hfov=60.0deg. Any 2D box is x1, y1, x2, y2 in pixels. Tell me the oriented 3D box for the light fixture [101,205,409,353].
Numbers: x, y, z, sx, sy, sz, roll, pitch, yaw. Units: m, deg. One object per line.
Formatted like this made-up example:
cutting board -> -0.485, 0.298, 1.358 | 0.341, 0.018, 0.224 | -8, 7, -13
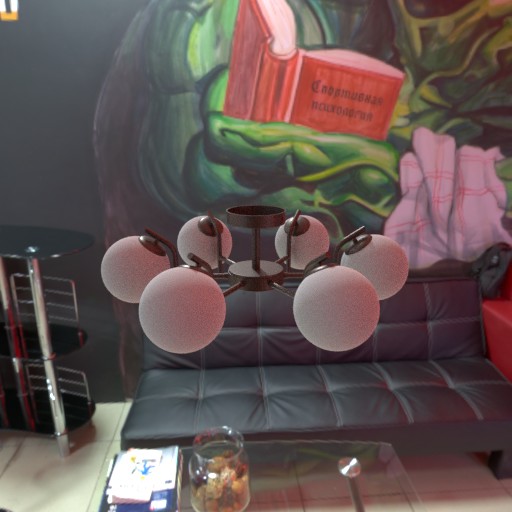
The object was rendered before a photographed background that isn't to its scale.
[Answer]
light fixture -> 0.000, 0.000, 0.959 | 0.662, 0.201, 0.662 | 0, 16, 0
